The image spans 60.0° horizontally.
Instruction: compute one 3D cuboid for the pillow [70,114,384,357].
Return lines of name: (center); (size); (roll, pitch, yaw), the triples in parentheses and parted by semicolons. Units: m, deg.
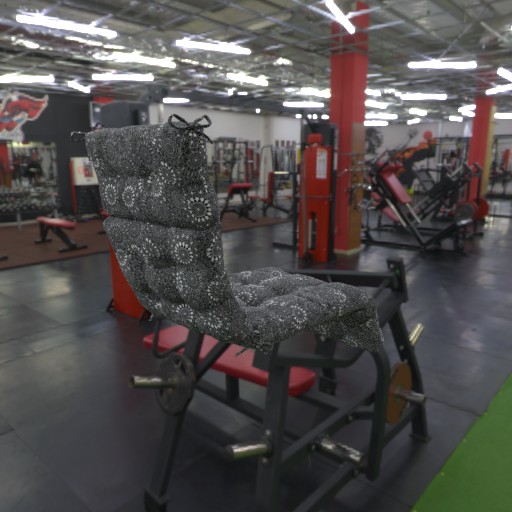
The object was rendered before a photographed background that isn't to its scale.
pillow: (0.000, 0.000, 1.529); (0.526, 0.863, 1.016); (12, 17, 43)
